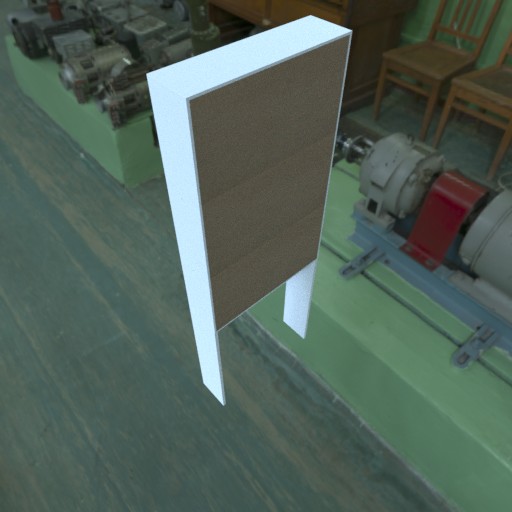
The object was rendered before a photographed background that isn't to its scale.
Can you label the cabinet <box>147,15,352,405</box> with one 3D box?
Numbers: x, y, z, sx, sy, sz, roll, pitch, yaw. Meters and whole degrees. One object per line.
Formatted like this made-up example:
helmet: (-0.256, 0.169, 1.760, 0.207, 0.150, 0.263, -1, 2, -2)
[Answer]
cabinet: (0.000, 0.000, 1.942, 0.643, 1.770, 0.192, -34, 56, -27)
